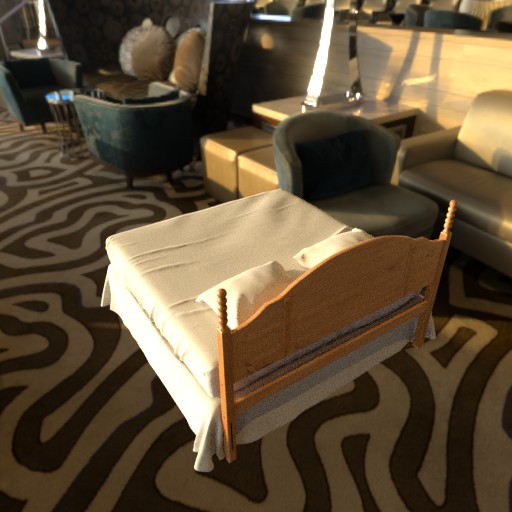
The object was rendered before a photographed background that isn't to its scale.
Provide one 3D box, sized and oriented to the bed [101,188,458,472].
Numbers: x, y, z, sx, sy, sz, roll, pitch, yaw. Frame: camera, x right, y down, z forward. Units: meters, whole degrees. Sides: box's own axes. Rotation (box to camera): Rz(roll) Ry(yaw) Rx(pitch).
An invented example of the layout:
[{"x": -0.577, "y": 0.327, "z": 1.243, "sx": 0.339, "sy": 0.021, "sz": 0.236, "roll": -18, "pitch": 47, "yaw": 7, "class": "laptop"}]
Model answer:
[{"x": 0.000, "y": 0.000, "z": 3.727, "sx": 2.322, "sy": 1.355, "sz": 2.219, "roll": -20, "pitch": 37, "yaw": -28, "class": "bed"}]
